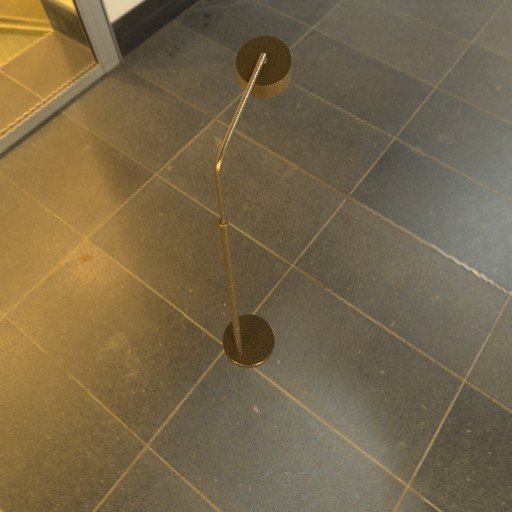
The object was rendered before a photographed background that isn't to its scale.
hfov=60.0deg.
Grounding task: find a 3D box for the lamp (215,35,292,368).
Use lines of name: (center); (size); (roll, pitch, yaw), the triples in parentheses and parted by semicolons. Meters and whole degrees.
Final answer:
lamp: (0.000, 0.000, 1.370); (0.219, 1.230, 0.418); (16, 64, 8)
